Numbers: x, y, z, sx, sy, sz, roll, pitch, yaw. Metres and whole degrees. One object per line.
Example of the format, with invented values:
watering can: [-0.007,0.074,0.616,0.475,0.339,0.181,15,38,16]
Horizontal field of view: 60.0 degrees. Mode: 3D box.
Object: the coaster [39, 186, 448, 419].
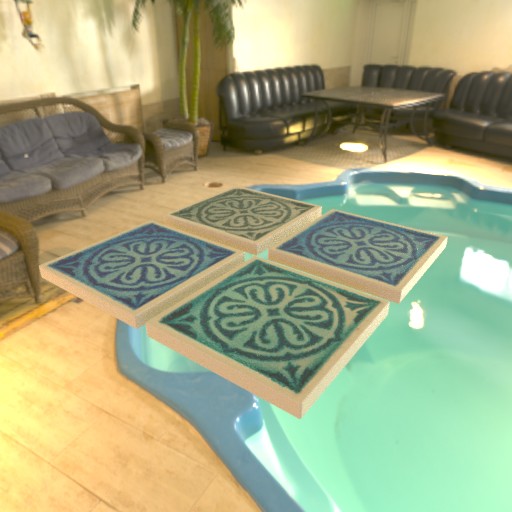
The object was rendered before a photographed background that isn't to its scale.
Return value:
coaster: [0.000,0.000,0.330,0.214,0.010,0.219,19,33,32]
